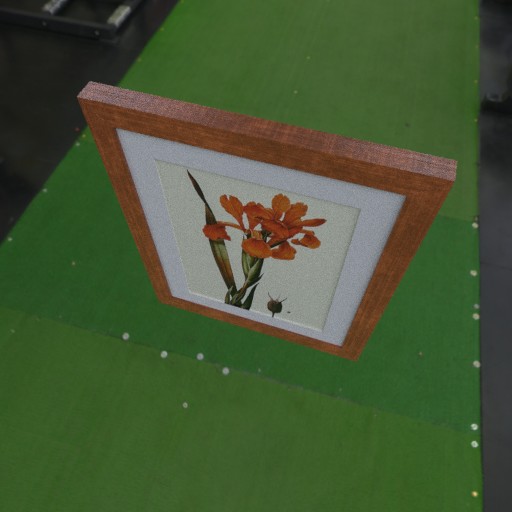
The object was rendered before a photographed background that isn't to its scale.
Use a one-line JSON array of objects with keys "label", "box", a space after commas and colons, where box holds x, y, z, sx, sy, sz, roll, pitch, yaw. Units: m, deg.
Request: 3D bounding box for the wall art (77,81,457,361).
[{"label": "wall art", "box": [0.000, 0.000, 0.768, 0.467, 0.567, 0.033, 15, 58, 10]}]
